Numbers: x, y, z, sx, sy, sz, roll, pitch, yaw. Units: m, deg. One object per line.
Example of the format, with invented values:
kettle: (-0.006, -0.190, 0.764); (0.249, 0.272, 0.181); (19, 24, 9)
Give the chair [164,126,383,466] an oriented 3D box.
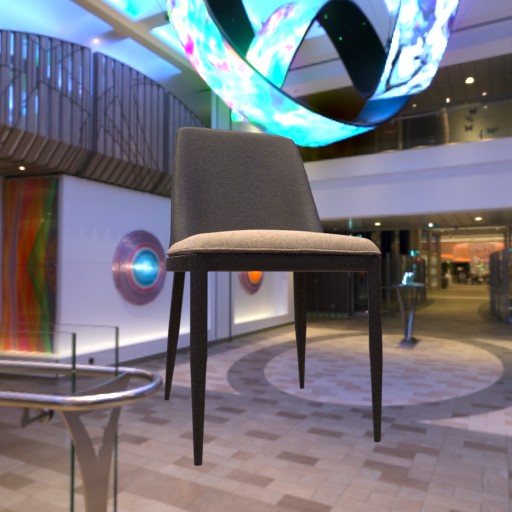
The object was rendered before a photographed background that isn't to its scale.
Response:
chair: (0.000, 0.000, 1.192); (0.480, 0.839, 0.551); (1, -2, -17)
